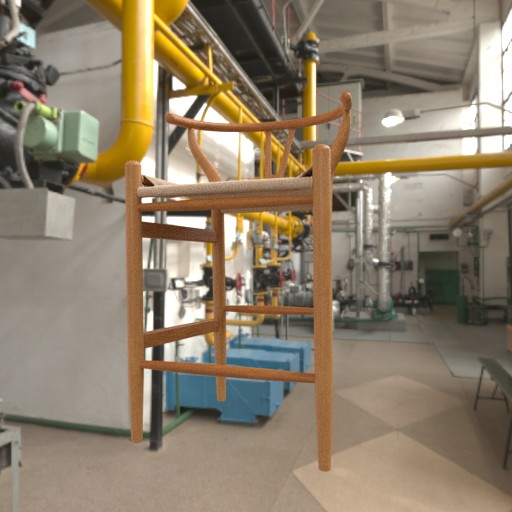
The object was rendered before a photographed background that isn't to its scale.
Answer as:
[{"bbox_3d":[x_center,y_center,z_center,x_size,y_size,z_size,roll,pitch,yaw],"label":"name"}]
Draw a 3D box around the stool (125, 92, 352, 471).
[{"bbox_3d":[0.000,0.000,1.317,0.569,0.970,0.579,0,-1,19],"label":"stool"}]
